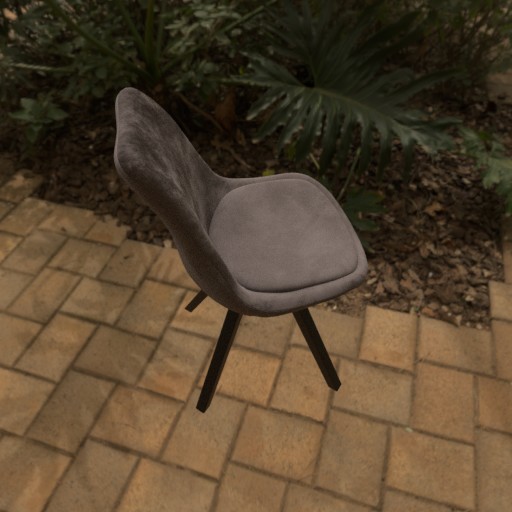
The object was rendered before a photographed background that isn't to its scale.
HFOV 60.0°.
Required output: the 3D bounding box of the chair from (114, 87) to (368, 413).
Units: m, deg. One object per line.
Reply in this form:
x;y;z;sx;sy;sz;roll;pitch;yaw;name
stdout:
0.000;0.000;1.177;0.550;0.850;0.485;-8;47;-8;chair
